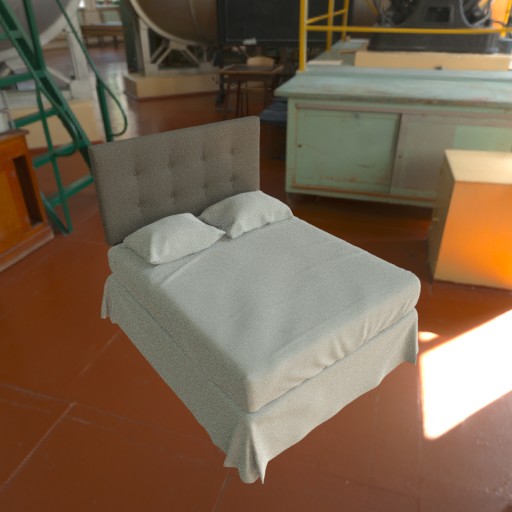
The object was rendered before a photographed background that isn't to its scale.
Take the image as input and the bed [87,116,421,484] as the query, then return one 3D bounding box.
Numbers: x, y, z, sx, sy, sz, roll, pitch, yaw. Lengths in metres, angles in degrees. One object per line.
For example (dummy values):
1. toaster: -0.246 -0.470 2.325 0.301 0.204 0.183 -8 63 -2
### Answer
1. bed: 0.000 0.000 3.472 1.936 1.577 2.222 -22 37 -33
